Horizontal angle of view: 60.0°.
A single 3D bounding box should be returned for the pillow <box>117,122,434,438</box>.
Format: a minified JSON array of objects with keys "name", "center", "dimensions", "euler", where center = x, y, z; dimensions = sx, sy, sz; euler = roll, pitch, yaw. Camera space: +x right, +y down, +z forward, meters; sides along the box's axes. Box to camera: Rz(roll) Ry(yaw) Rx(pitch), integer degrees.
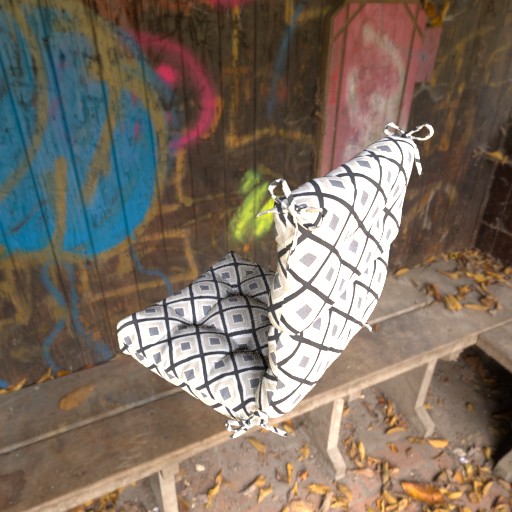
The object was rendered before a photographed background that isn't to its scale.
[{"name":"pillow","center":[0.000,0.000,1.037],"dimensions":[0.571,0.605,0.519],"euler":[21,37,30]}]
